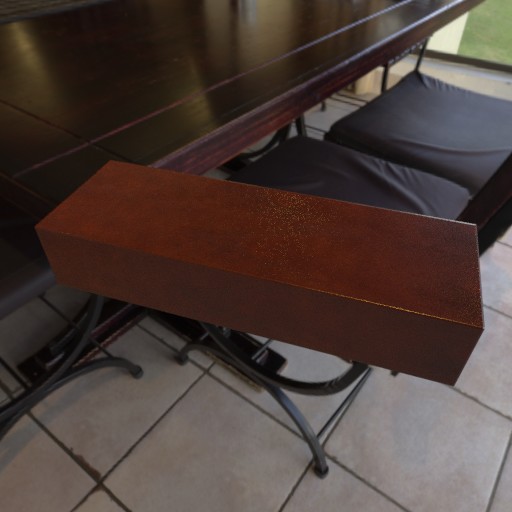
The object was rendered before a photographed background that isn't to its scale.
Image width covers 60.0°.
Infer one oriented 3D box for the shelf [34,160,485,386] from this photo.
[{"bbox_3d":[0.000,0.000,0.512,0.457,0.088,0.152,12,43,13],"label":"shelf"}]
